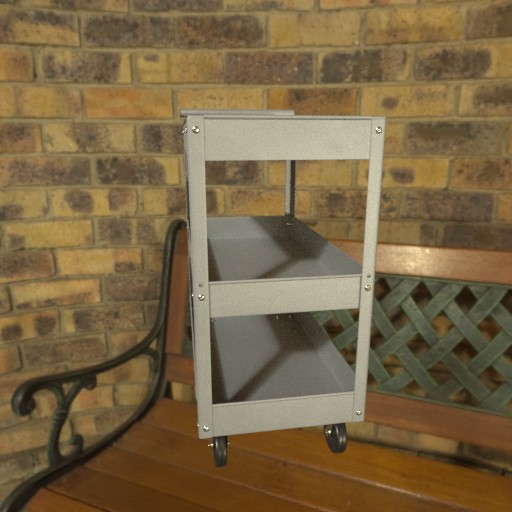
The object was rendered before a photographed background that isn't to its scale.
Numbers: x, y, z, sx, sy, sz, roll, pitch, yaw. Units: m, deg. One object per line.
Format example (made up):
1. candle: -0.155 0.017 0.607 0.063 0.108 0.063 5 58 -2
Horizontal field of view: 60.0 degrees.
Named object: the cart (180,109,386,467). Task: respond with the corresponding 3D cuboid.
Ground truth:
1. cart: 0.000 0.000 1.180 0.366 0.780 0.719 -3 15 -9
